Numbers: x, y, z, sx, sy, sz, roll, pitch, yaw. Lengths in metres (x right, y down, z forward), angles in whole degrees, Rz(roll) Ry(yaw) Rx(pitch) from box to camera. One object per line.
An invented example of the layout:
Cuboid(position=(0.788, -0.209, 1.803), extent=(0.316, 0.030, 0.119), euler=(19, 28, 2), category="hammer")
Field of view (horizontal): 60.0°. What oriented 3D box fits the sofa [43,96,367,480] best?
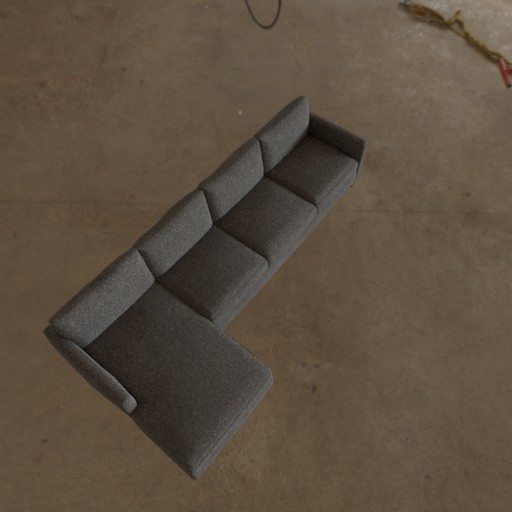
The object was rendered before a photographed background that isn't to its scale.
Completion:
Cuboid(position=(0.000, 0.000, 3.461), extent=(1.350, 0.810, 2.932), euler=(34, 64, 19), category="sofa")
